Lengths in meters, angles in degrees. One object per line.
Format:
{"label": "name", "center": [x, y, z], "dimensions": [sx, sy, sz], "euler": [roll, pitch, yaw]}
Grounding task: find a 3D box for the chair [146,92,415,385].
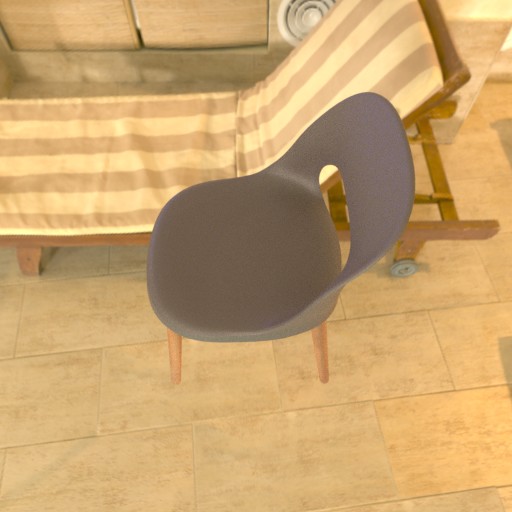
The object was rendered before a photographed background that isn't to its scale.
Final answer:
{"label": "chair", "center": [0.000, 0.000, 1.143], "dimensions": [0.556, 0.795, 0.470], "euler": [-1, 59, -1]}
